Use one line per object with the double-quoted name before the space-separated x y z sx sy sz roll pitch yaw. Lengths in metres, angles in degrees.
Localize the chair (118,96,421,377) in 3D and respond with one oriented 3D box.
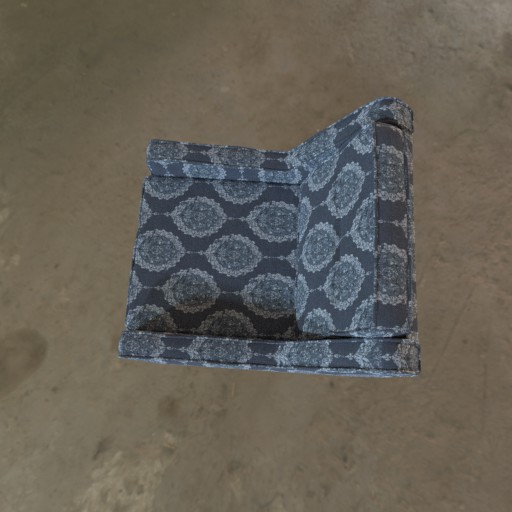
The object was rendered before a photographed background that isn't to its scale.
"chair" 0.000 0.000 1.334 0.743 0.792 0.663 4 75 1
